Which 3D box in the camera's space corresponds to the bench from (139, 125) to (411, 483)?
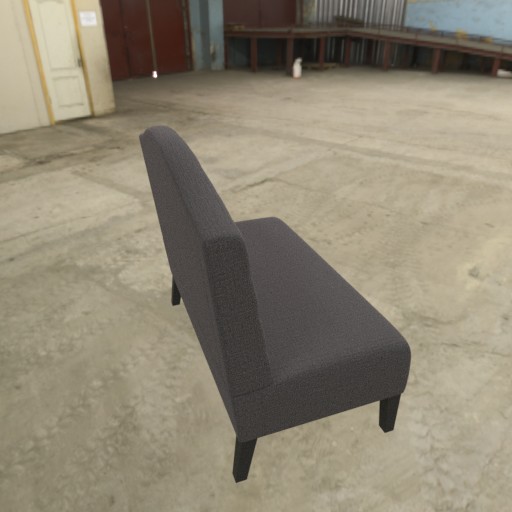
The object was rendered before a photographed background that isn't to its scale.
[{"bbox_3d":[0.000,0.000,2.029,0.815,1.180,1.335,-10,30,-18],"label":"bench"}]
